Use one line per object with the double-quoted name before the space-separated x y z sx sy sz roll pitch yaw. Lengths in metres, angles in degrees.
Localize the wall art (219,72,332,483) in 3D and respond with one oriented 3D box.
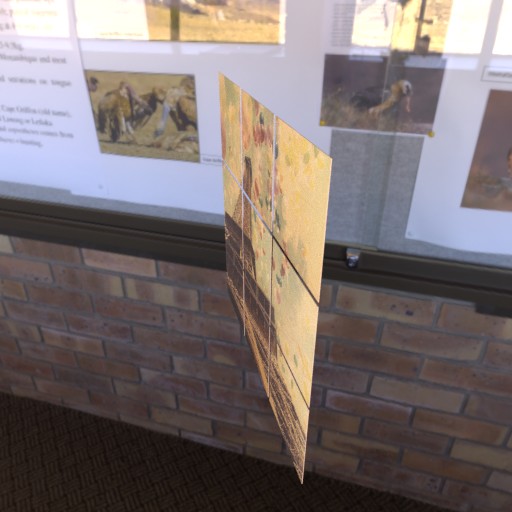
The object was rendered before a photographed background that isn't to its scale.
"wall art" 0.000 0.000 2.221 0.002 1.505 1.517 -8 32 -13
